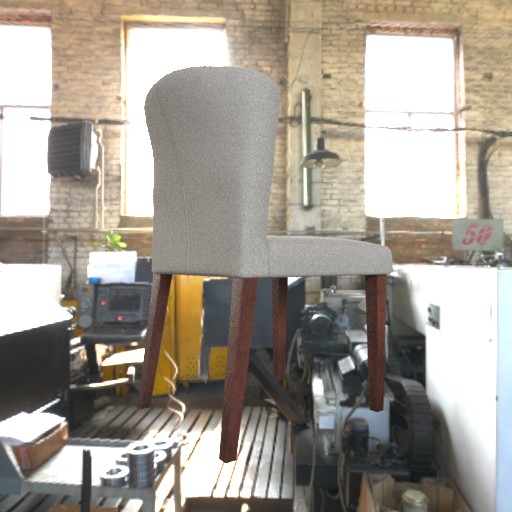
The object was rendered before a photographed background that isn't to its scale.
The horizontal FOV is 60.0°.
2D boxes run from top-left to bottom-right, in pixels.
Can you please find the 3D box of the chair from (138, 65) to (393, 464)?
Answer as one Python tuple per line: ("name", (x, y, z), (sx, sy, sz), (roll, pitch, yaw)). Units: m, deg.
("chair", (0.000, 0.000, 1.214), (0.592, 0.839, 0.491), (0, -1, -38))
